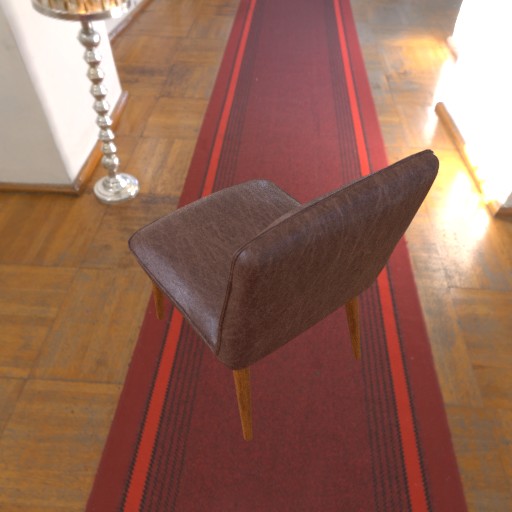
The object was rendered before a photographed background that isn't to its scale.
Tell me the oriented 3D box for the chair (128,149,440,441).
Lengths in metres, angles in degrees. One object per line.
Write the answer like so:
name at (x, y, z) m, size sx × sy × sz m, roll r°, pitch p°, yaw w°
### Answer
chair at (0.000, 0.000, 1.214) m, size 0.543 × 0.803 × 0.645 m, roll -32°, pitch 55°, yaw -26°
